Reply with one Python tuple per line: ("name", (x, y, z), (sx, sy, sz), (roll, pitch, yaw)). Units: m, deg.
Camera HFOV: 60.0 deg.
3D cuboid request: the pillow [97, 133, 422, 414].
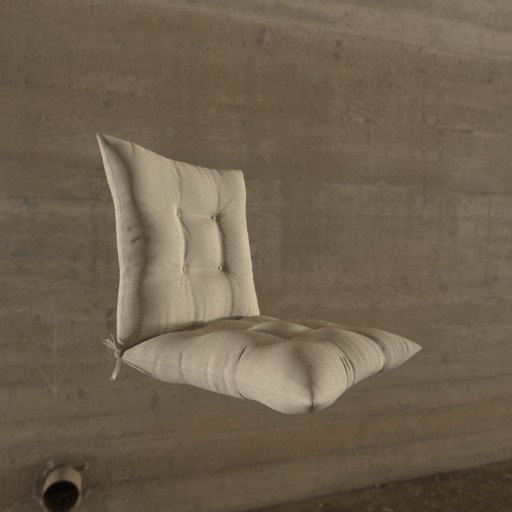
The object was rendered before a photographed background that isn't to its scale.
("pillow", (0.000, 0.000, 1.005), (0.585, 0.536, 0.541), (-1, -1, 37))
